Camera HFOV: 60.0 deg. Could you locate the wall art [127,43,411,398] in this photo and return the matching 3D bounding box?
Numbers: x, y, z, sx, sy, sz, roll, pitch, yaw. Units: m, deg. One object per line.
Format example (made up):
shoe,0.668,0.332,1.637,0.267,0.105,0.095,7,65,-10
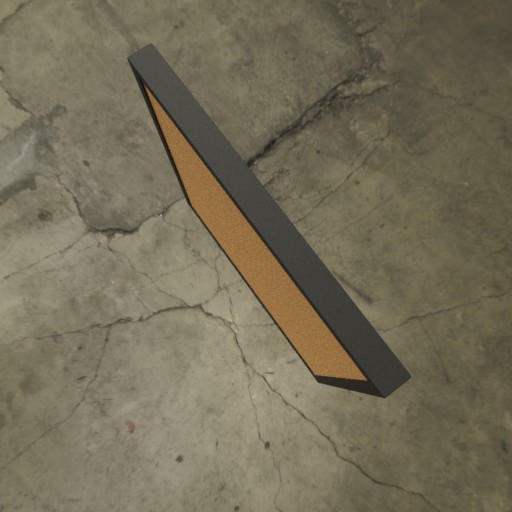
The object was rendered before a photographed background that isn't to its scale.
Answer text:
wall art,0.000,0.000,0.757,0.037,0.508,0.508,-35,78,-8
